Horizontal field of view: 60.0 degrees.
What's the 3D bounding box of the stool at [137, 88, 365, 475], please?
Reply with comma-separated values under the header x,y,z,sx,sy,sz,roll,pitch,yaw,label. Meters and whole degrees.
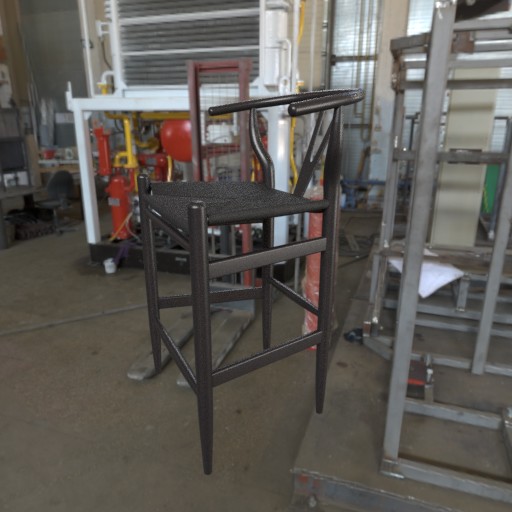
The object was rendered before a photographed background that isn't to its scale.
x,y,z,sx,sy,sz,roll,pitch,yaw,label
0.000,0.000,1.358,0.579,0.970,0.569,-8,20,-25,stool
